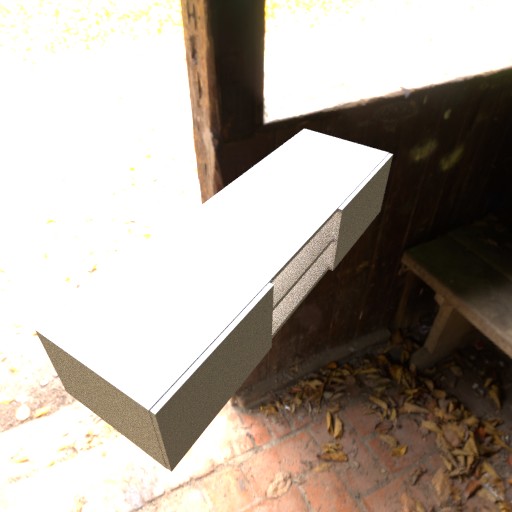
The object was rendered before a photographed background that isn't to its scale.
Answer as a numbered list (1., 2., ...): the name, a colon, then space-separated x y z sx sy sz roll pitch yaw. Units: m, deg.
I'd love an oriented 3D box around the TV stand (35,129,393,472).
1. TV stand: 0.000 0.000 1.582 0.420 0.310 1.400 24 47 25
